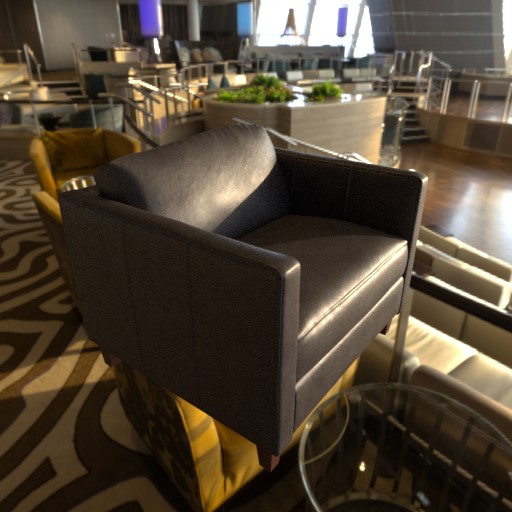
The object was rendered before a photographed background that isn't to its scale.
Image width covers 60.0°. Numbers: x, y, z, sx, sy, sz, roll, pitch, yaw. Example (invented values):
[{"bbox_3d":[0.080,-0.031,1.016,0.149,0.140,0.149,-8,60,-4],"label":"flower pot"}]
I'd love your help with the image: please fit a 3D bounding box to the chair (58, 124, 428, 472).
[{"bbox_3d":[0.000,0.000,1.575,0.862,0.811,0.939,19,32,33],"label":"chair"}]
